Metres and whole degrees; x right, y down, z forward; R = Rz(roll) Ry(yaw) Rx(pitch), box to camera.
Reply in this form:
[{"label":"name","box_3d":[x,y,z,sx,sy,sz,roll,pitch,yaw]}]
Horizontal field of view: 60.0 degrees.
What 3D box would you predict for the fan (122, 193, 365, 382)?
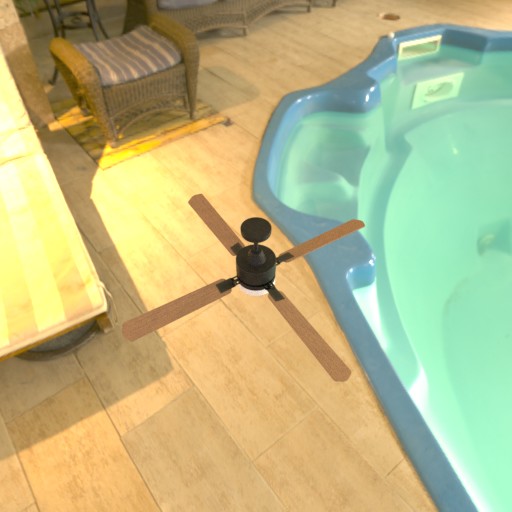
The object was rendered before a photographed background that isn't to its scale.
[{"label":"fan","box_3d":[0.000,0.000,2.019,1.320,0.355,1.320,-25,52,-21]}]
